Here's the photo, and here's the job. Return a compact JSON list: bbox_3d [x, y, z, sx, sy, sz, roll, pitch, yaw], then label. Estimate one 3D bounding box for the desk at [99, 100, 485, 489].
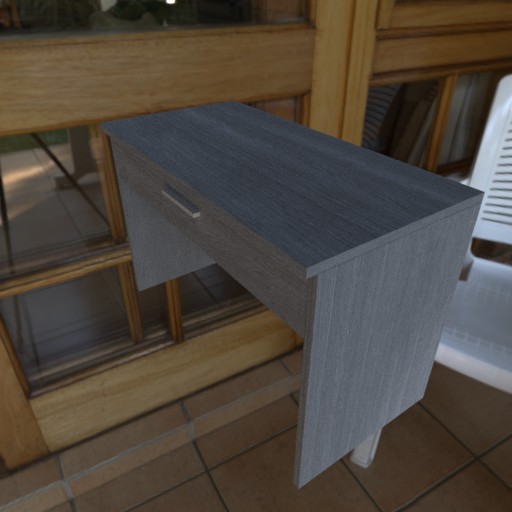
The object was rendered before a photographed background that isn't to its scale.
[{"bbox_3d":[0.000,0.000,1.493,0.557,0.729,1.099,-21,38,-29],"label":"desk"}]
